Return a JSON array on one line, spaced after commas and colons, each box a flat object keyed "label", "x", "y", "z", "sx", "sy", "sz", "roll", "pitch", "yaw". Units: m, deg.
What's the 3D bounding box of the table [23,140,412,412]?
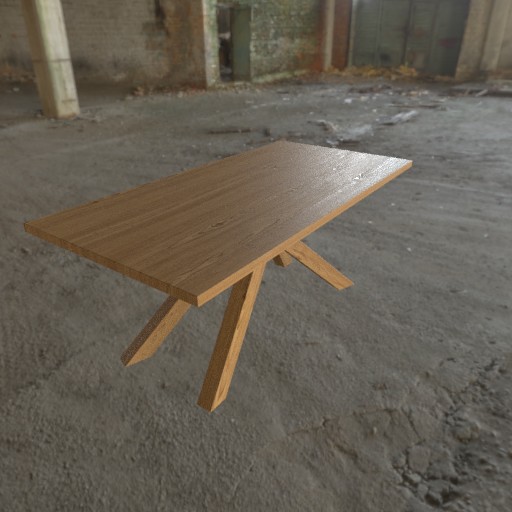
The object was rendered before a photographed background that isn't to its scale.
[{"label": "table", "x": 0.000, "y": 0.000, "z": 2.278, "sx": 0.901, "sy": 0.750, "sz": 1.797, "roll": 18, "pitch": 32, "yaw": 32}]
